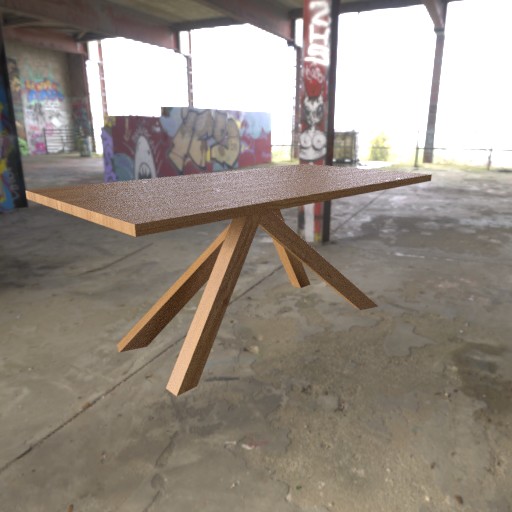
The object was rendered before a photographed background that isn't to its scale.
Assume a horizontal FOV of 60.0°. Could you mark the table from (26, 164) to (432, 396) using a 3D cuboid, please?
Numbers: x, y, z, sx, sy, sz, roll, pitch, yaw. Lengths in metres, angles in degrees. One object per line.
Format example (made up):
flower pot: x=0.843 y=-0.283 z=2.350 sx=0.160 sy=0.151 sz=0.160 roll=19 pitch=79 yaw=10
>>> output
table: x=0.000 y=0.000 z=2.239 sx=1.797 sy=0.750 sz=0.901 roll=-15 pitch=23 yaw=-42
